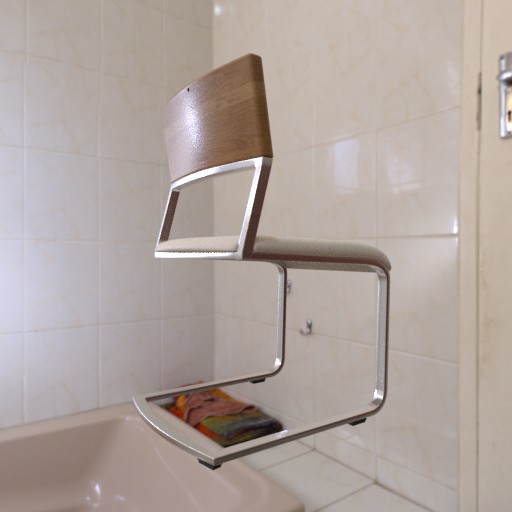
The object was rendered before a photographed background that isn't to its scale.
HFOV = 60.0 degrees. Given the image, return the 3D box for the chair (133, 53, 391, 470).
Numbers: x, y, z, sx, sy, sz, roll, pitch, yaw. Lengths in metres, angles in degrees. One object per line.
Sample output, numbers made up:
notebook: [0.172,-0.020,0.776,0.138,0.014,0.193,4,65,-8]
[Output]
chair: [0.000,0.000,1.206,0.585,0.844,0.467,0,1,-35]
